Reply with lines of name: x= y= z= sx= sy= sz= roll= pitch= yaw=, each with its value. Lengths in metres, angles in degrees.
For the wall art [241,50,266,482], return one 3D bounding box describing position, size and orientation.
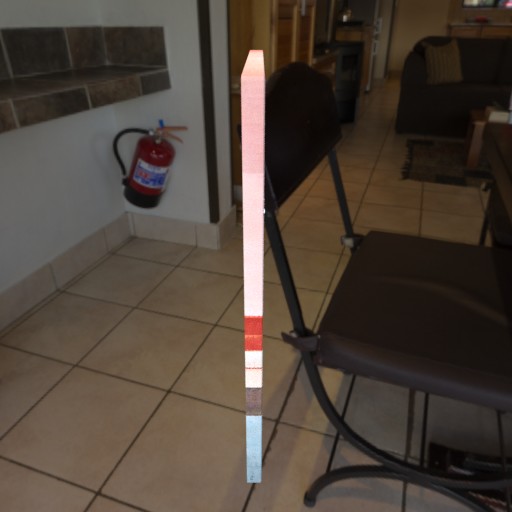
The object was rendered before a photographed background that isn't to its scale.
wall art: x=0.000 y=0.000 z=1.124 sx=0.038 sy=0.914 sz=0.610 roll=0 pitch=28 yaw=0
